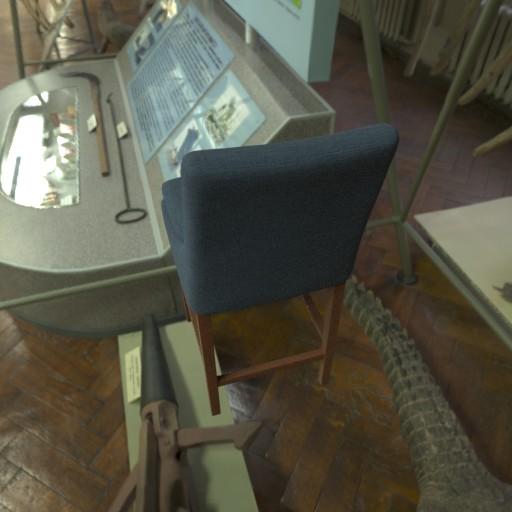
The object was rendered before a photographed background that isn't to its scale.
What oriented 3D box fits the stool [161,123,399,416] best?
[{"bbox_3d":[0.000,0.000,1.294,0.470,0.981,0.577,-12,43,-13],"label":"stool"}]
